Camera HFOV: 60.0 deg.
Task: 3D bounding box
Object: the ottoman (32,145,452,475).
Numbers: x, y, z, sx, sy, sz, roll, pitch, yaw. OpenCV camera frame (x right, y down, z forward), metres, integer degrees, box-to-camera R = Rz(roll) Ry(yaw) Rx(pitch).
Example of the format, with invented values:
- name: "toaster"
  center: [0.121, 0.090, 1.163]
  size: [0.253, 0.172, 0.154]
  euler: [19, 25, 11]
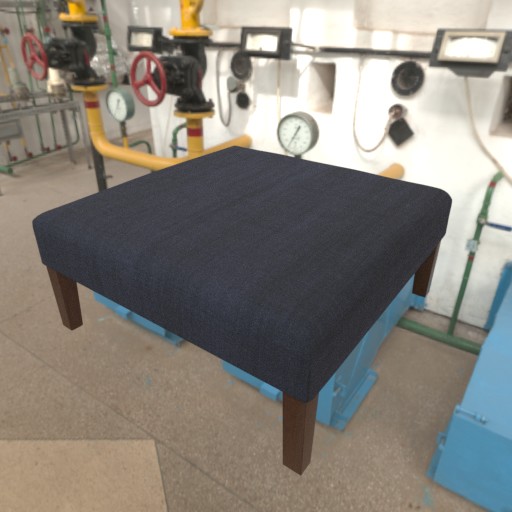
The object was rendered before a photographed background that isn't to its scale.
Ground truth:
- name: "ottoman"
  center: [0.000, 0.000, 1.372]
  size: [0.889, 0.411, 0.890]
  euler: [20, 35, 31]
